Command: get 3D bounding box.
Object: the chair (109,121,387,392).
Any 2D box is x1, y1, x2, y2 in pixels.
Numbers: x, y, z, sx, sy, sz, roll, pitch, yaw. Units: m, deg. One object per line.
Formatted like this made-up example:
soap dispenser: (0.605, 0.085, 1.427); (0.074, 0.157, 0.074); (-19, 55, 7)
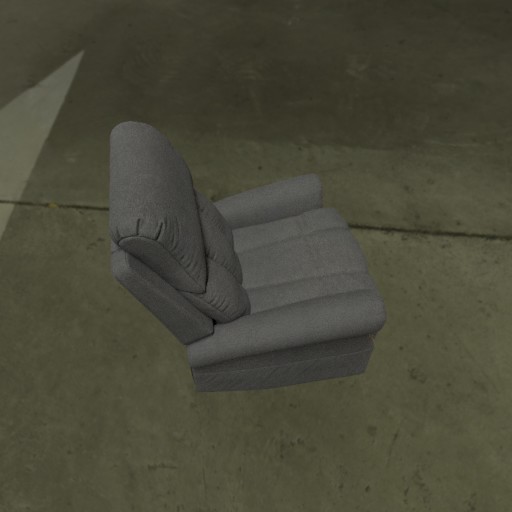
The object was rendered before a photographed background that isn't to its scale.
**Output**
chair: (0.000, 0.000, 1.812); (0.979, 1.031, 0.871); (-9, 47, -8)
